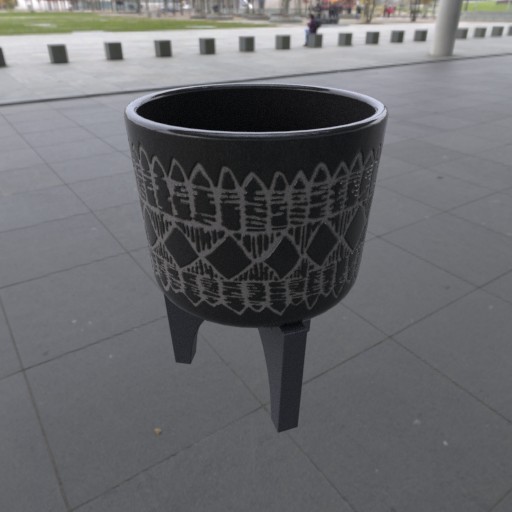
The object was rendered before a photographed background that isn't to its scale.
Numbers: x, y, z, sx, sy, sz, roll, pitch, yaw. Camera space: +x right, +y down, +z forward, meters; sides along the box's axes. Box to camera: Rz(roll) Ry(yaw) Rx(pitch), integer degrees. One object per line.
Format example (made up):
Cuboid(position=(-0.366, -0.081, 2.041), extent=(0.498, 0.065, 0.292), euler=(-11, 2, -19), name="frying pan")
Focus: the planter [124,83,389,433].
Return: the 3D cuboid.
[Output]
Cuboid(position=(0.000, 0.000, 0.266), extent=(0.129, 0.177, 0.129), euler=(0, 30, 0), name="planter")
